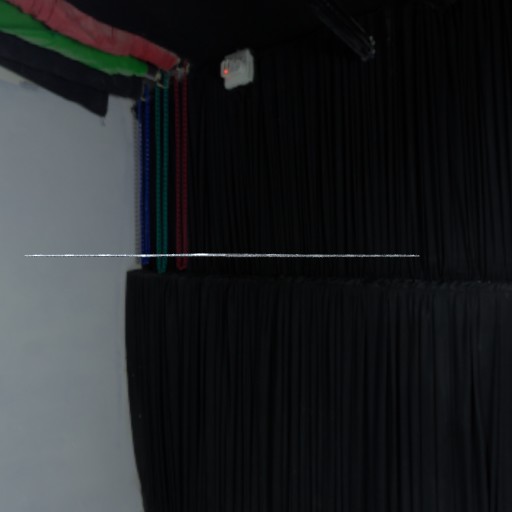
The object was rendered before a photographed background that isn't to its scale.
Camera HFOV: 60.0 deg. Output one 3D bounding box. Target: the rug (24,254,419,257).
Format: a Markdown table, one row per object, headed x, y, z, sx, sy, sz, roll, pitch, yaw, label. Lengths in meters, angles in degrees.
| x | y | z | sx | sy | sz | roll | pitch | yaw | label |
| --- | --- | --- | --- | --- | --- | --- | --- | --- | --- |
| 0.000 | 0.000 | 3.060 | 1.520 | 0.015 | 2.434 | 0 | 0 | 36 | rug |
